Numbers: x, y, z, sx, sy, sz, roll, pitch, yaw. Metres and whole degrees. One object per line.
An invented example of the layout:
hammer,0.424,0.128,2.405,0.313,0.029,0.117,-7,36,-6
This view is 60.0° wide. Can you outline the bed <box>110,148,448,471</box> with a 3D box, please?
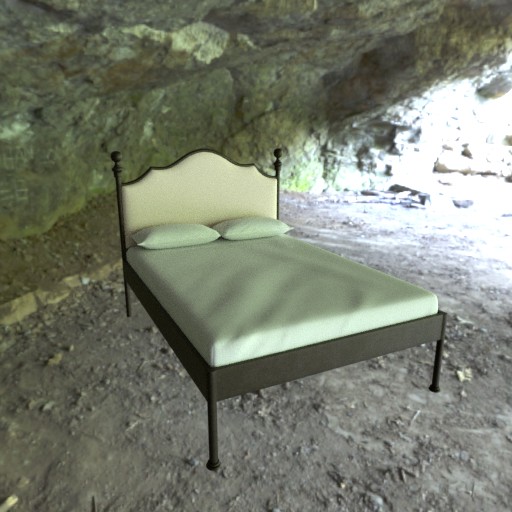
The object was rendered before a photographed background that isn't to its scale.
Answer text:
bed,0.000,0.000,3.307,1.642,1.499,2.224,-8,17,-25
